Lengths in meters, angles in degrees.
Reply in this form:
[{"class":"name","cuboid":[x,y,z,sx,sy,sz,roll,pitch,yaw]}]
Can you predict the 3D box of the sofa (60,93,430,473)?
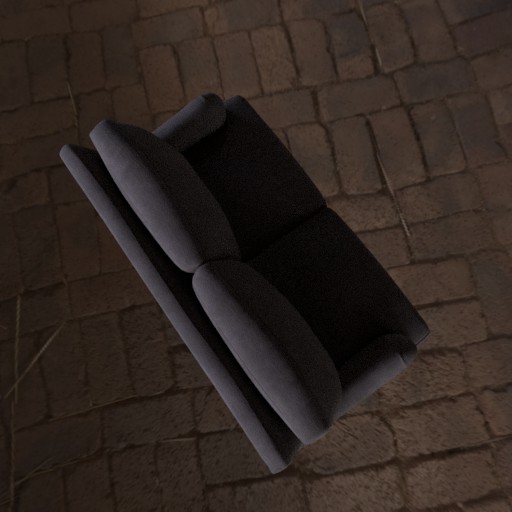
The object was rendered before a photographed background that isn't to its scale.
[{"class":"sofa","cuboid":[0.000,0.000,2.470,1.084,1.101,1.853,-35,79,-8]}]
